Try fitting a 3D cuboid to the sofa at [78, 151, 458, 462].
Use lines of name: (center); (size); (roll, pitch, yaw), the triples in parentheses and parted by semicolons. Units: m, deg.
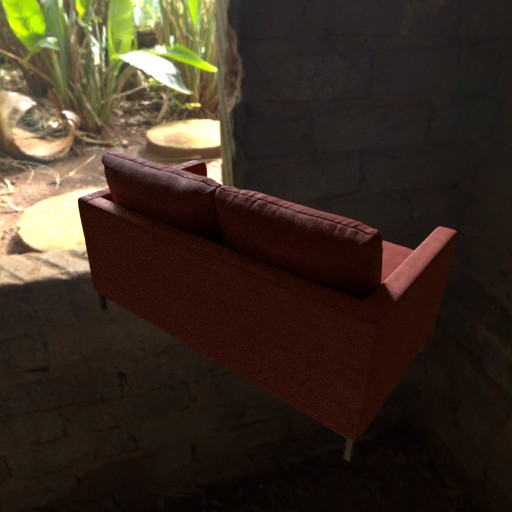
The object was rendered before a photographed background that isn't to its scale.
sofa: (0.000, 0.000, 2.127); (1.574, 0.896, 0.864); (21, 35, 32)
